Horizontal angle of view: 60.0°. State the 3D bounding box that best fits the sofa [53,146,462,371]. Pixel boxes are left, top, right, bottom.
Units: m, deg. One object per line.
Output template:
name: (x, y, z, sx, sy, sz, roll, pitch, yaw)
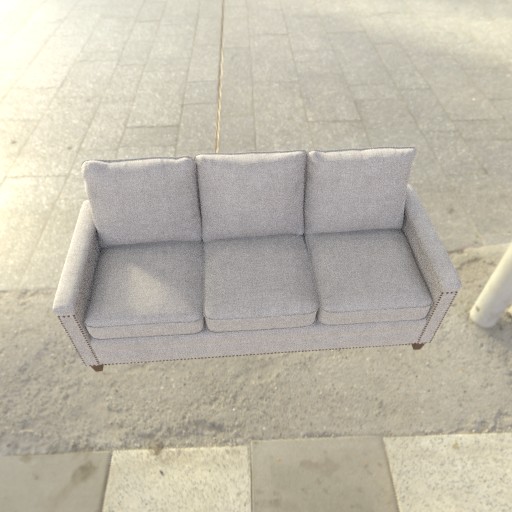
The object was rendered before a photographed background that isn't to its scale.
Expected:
sofa: (0.000, 0.000, 2.424, 1.925, 0.959, 0.828, -3, 47, -3)
